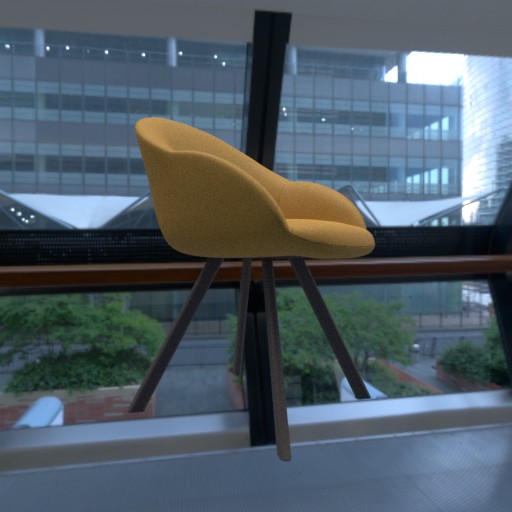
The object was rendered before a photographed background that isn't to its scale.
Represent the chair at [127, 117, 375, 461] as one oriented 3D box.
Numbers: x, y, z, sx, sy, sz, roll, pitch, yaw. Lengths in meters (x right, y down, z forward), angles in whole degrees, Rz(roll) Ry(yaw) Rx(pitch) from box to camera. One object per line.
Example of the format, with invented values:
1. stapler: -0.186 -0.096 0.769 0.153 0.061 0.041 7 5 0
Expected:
1. chair: 0.000 0.000 1.180 0.583 0.793 0.551 0 1 34
